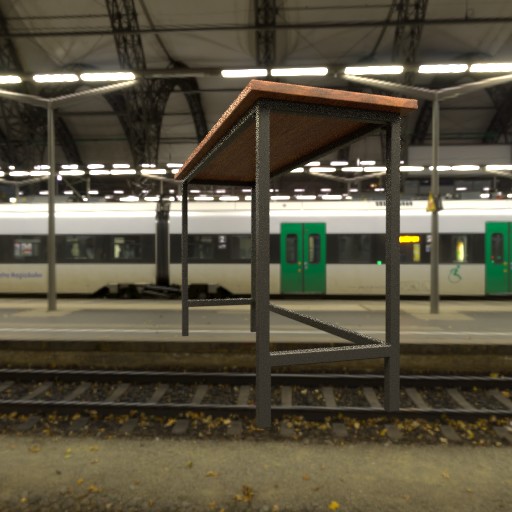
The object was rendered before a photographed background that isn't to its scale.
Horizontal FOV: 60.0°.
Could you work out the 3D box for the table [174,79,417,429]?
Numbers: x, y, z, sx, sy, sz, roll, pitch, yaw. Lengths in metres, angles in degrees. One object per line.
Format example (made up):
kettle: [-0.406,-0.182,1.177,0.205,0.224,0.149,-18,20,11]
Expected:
table: [0.000,0.000,1.550,0.408,0.740,1.204,0,1,-18]
